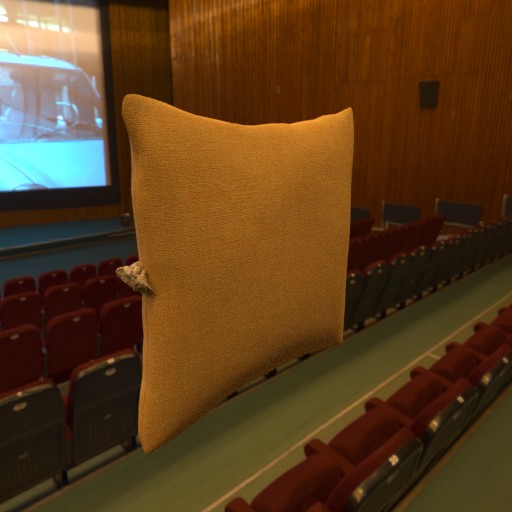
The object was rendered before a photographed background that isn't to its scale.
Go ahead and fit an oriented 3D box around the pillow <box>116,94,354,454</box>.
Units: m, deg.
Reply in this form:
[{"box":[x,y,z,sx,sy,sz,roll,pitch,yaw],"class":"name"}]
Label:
[{"box":[0.000,0.000,0.734,0.485,0.481,0.167,-15,22,-43],"class":"pillow"}]
